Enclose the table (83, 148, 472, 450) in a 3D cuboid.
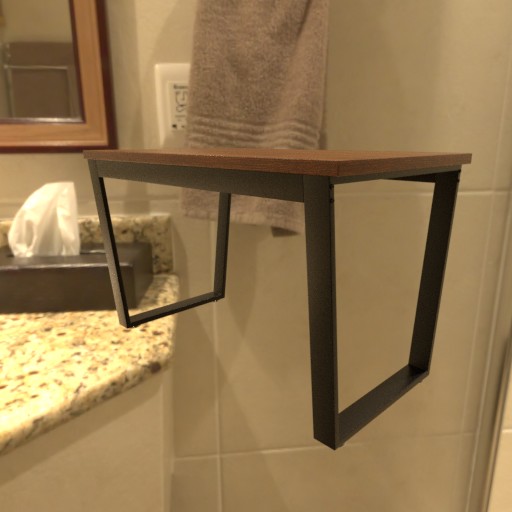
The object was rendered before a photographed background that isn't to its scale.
[{"bbox_3d":[0.000,0.000,1.656,0.714,0.760,1.205,-14,20,-43],"label":"table"}]
